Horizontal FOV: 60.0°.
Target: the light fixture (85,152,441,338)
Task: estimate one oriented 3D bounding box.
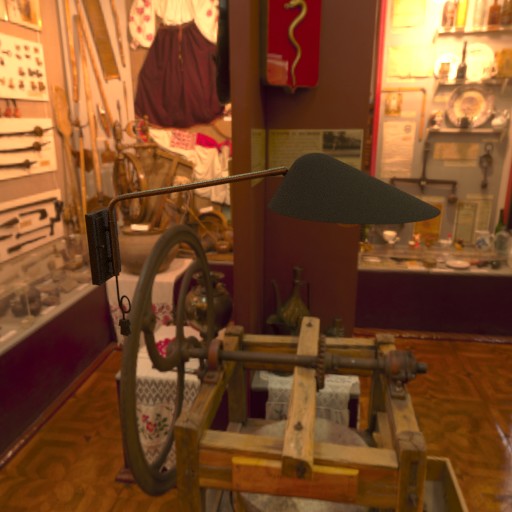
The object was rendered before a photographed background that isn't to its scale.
[{"bbox_3d":[0.000,0.000,0.683,0.516,0.312,0.240,3,17,10],"label":"light fixture"}]
